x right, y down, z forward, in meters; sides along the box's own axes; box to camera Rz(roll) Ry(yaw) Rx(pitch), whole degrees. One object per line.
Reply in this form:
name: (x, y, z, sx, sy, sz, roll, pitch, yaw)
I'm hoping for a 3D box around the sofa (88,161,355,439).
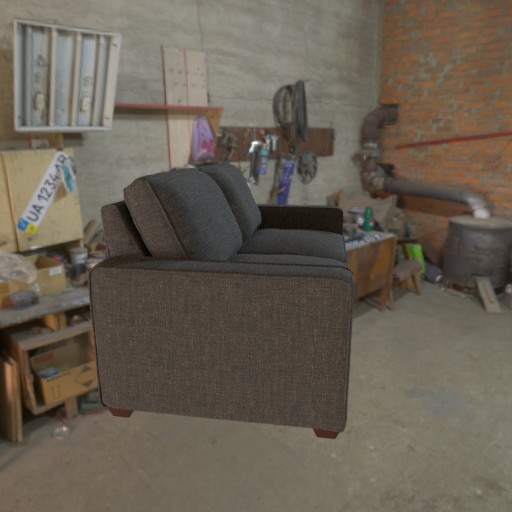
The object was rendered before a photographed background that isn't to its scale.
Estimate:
sofa: (0.000, 0.000, 2.311, 0.947, 0.918, 1.709, 2, 15, 9)
